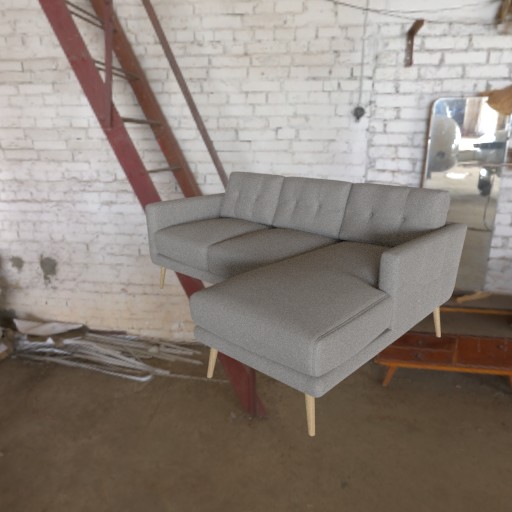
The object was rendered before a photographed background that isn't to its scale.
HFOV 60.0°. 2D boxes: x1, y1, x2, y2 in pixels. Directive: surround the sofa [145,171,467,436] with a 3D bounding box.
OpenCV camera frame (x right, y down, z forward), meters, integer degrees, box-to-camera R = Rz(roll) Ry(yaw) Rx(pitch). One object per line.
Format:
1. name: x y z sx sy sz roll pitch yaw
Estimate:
1. sofa: 0.000 0.000 2.775 2.040 0.860 1.530 15 21 41
